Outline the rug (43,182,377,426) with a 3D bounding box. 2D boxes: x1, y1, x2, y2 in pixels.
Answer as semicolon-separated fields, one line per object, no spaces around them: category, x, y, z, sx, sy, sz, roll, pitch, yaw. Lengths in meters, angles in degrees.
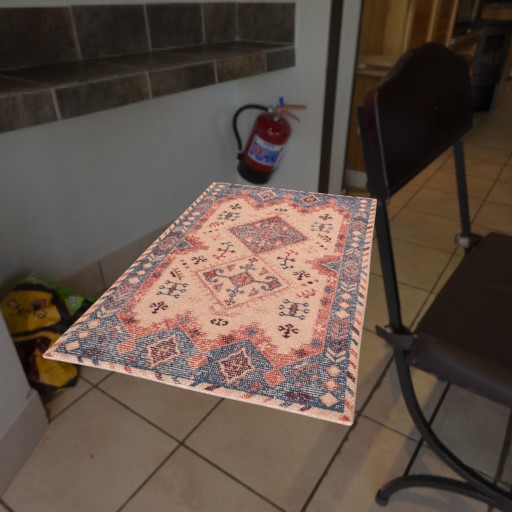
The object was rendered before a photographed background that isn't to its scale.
rug;0.000;0.000;3.036;1.521;0.023;2.464;8;31;13
